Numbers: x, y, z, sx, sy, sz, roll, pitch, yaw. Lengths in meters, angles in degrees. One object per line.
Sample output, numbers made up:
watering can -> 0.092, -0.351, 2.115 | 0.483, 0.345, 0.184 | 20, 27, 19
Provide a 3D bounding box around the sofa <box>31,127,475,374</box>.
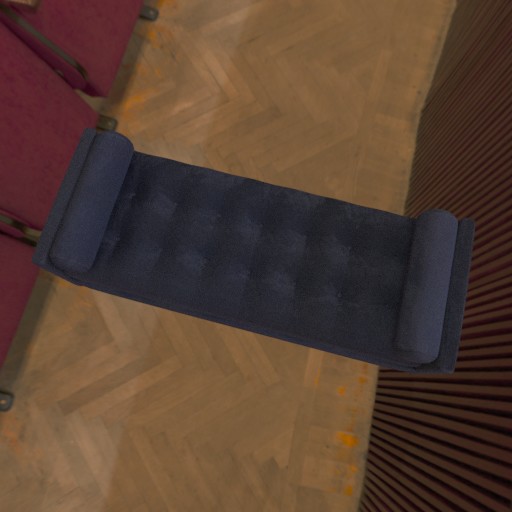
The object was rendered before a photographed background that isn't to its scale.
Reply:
sofa -> 0.000, 0.000, 2.469 | 2.102, 0.705, 0.796 | 14, 75, 4
